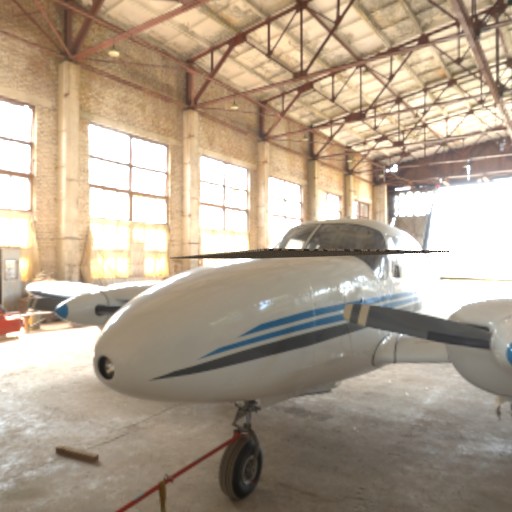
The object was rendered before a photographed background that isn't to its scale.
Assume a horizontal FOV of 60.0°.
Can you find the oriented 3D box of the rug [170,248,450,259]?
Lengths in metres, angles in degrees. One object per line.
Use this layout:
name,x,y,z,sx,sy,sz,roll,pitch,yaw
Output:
rug,0.000,0.000,2.506,0.676,0.008,2.277,0,-1,-18
